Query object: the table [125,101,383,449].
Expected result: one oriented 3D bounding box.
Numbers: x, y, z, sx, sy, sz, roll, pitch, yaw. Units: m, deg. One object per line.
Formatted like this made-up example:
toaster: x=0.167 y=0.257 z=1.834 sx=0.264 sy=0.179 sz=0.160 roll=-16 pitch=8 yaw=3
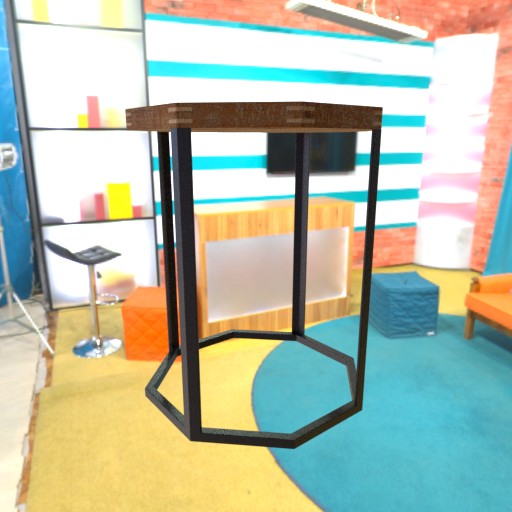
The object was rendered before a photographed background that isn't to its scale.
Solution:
table: x=0.000 y=0.000 z=0.874 sx=0.458 sy=0.543 sz=0.458 roll=8 pitch=17 yaw=28
